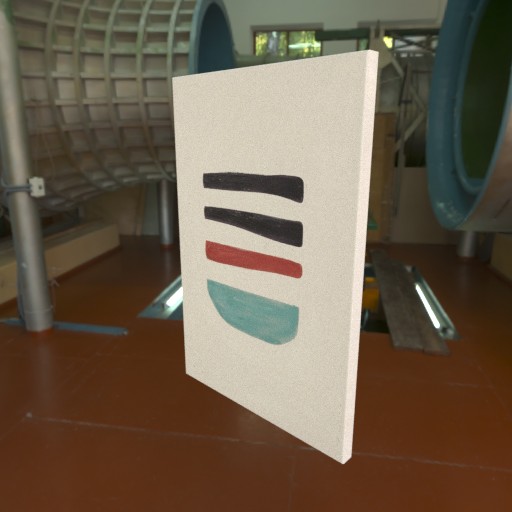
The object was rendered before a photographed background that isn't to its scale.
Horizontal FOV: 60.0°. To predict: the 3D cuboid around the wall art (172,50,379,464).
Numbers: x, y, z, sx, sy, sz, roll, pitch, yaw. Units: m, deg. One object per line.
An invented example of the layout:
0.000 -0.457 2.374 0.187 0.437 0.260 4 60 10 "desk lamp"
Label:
0.000 0.000 1.152 0.607 0.912 0.038 14 21 42 "wall art"
